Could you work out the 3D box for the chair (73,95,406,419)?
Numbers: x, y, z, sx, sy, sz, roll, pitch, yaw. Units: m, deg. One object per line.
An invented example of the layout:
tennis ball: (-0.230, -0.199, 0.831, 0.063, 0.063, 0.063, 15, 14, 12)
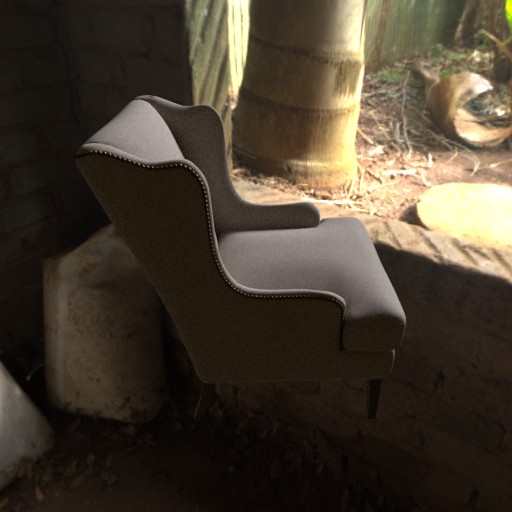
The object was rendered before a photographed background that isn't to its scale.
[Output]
chair: (0.000, 0.000, 1.635, 0.940, 1.029, 0.737, 0, 31, 0)
